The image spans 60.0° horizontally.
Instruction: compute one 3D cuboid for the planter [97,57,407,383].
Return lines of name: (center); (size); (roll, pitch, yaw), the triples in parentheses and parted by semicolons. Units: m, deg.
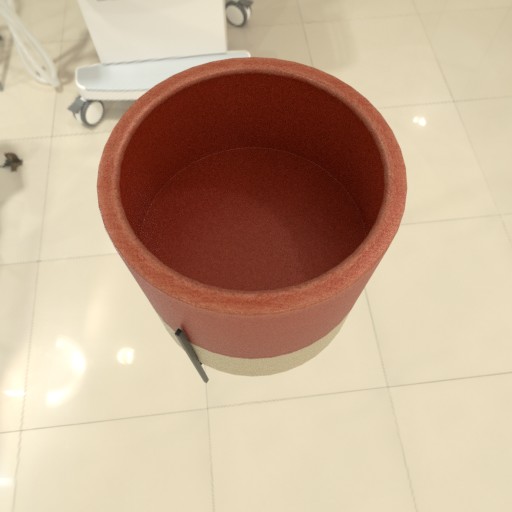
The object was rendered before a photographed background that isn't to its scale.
planter: (0.000, 0.000, 0.698); (0.354, 0.465, 0.345); (0, 65, 0)
